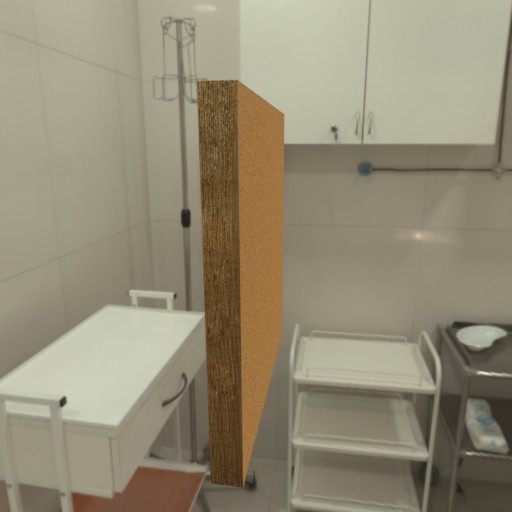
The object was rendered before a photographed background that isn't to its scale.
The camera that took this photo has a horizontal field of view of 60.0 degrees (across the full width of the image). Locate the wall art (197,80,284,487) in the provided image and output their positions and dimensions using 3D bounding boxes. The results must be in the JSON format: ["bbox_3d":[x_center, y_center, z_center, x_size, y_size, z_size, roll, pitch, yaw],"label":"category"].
[{"bbox_3d":[0.000,0.000,0.615,0.039,0.403,0.406,2,14,9],"label":"wall art"}]
